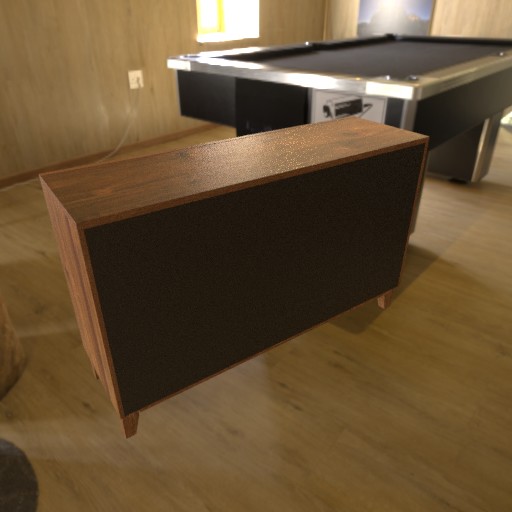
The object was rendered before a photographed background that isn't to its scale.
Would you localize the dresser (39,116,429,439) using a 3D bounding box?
[{"bbox_3d":[0.000,0.000,1.832,1.400,0.873,0.446,-19,36,-29],"label":"dresser"}]
